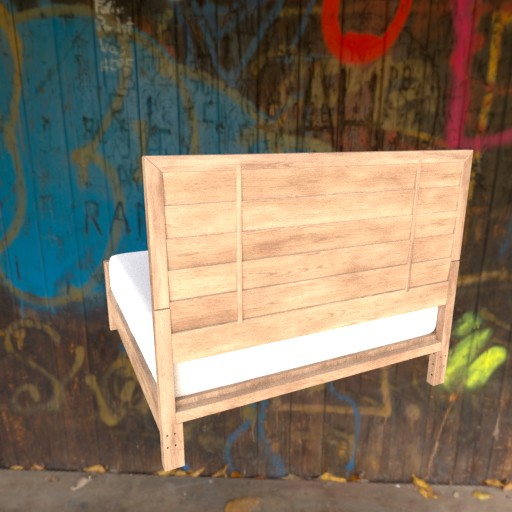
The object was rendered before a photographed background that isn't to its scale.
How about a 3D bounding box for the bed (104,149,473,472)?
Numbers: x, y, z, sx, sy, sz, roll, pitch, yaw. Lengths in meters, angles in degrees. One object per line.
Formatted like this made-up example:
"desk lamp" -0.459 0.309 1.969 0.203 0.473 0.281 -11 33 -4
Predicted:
"bed" 0.000 0.000 3.427 2.032 1.626 2.032 -7 17 -25
